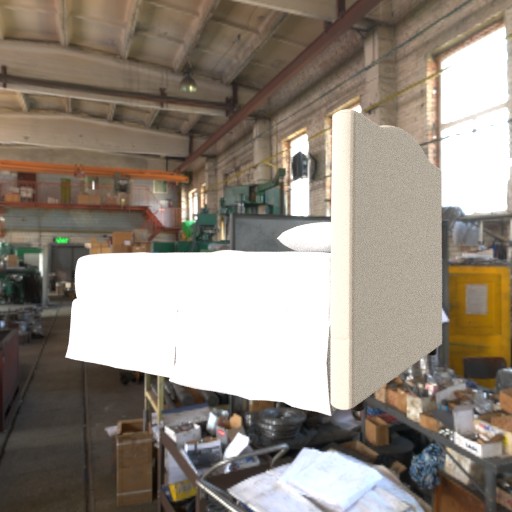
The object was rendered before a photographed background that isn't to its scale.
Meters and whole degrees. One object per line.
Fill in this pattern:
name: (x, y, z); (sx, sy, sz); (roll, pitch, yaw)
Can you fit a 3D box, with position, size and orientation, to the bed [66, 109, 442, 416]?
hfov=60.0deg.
bed: (0.000, 0.000, 3.212); (2.196, 1.449, 1.741); (0, 0, 35)
